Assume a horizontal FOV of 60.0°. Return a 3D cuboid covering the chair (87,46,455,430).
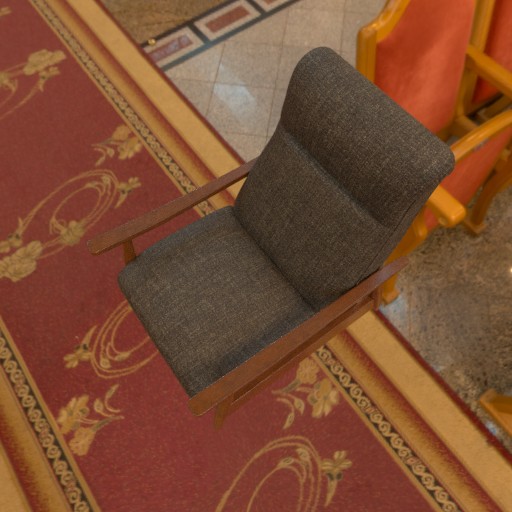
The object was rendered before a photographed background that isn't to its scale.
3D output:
[{"bbox_3d":[0.000,0.000,1.709,1.014,1.082,0.762,-33,67,-16],"label":"chair"}]
